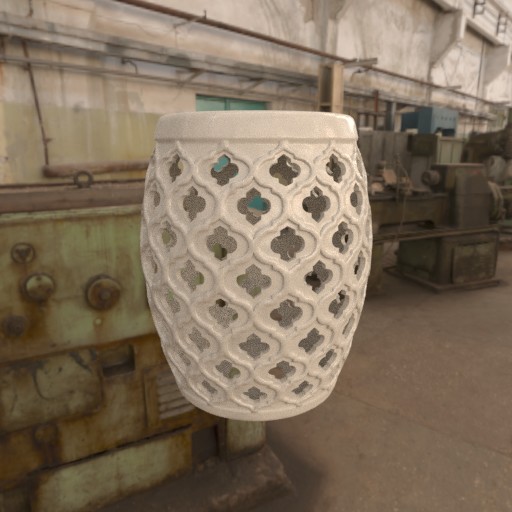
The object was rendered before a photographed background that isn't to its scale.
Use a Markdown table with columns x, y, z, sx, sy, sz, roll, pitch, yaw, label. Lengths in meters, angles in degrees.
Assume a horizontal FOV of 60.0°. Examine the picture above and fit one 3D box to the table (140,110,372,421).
| x | y | z | sx | sy | sz | roll | pitch | yaw | label |
| --- | --- | --- | --- | --- | --- | --- | --- | --- | --- |
| 0.000 | 0.000 | 0.646 | 0.325 | 0.388 | 0.325 | 0 | 14 | 0 | table |
